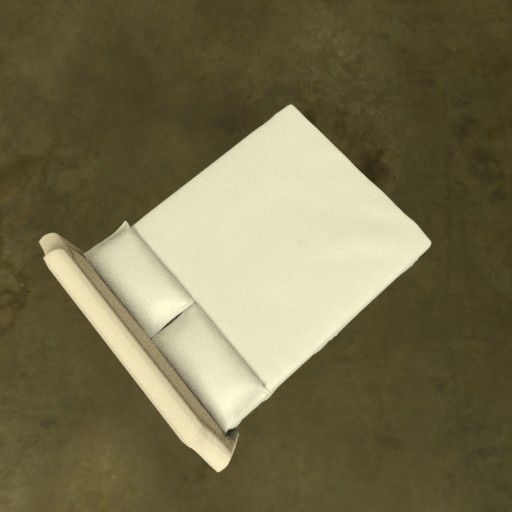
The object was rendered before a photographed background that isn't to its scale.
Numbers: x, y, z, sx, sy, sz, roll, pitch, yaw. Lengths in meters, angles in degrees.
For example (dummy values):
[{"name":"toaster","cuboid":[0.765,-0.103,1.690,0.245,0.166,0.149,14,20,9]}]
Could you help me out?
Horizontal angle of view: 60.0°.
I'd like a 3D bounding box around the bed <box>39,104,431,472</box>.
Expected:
[{"name":"bed","cuboid":[0.000,0.000,3.264,2.164,1.297,1.828,-40,78,-10]}]
